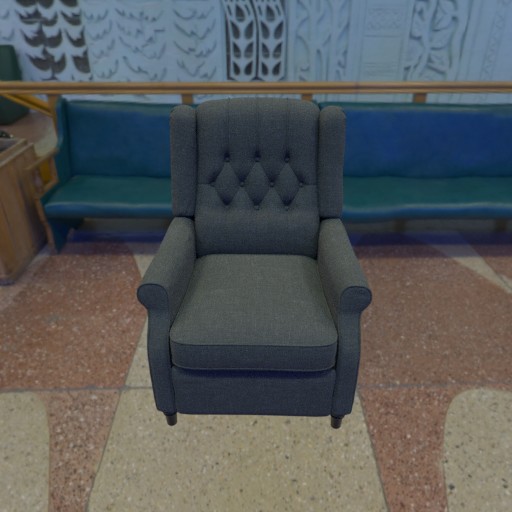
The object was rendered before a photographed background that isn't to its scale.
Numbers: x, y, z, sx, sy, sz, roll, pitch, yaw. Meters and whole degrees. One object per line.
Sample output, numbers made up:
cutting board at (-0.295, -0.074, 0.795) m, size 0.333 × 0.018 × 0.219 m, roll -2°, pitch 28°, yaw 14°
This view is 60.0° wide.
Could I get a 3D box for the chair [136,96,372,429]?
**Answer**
chair at (0.000, 0.000, 1.690) m, size 0.742 × 1.035 × 0.898 m, roll 1°, pitch 31°, yaw 1°
